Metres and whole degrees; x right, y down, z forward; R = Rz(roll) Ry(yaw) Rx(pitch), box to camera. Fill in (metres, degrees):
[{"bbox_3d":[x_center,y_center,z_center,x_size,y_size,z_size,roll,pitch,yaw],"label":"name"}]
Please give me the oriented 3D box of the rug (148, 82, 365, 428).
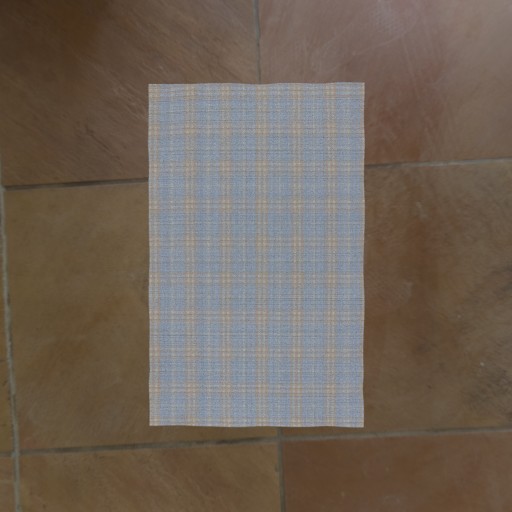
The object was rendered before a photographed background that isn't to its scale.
[{"bbox_3d":[0.000,0.000,3.166,1.545,0.016,2.460,0,91,1],"label":"rug"}]
